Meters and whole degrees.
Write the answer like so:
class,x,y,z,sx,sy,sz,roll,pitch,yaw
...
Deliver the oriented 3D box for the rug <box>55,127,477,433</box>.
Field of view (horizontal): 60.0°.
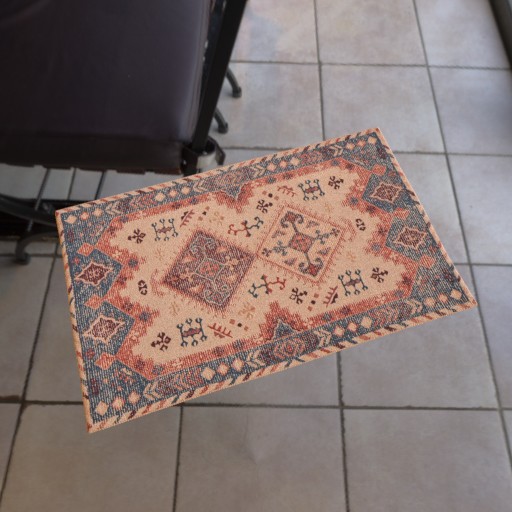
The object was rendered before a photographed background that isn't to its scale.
class,x,y,z,sx,sy,sz,roll,pitch,yaw
rug,0.000,0.000,2.945,2.464,0.023,1.521,-16,66,-7
